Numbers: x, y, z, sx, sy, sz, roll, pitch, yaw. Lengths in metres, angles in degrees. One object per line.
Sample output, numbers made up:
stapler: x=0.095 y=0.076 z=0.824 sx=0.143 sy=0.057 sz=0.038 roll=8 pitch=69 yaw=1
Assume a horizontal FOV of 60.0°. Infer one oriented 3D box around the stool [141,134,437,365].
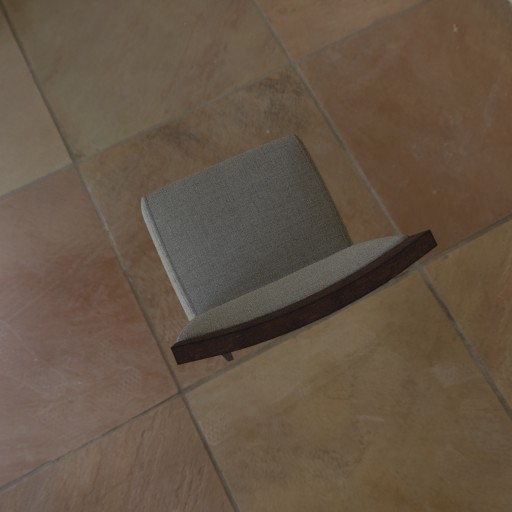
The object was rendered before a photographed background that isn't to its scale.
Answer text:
stool: x=0.000 y=0.000 z=1.360 sx=0.511 sy=1.117 sz=0.531 roll=-24 pitch=78 yaw=-5
